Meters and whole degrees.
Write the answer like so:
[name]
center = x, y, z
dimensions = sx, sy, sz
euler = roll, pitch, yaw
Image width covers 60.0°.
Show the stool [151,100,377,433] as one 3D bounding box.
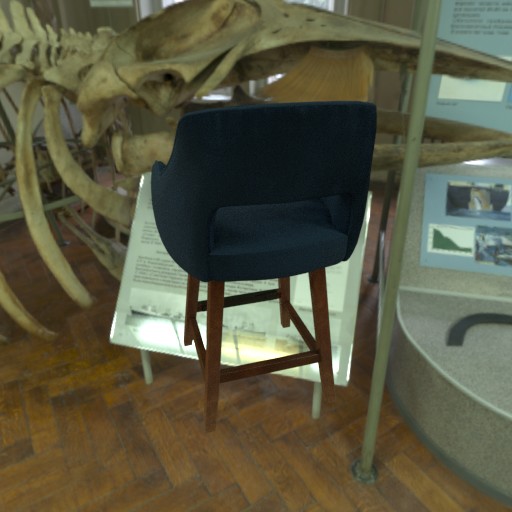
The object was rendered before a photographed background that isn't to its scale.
[stool]
center = 0.000, 0.000, 1.305
dimensions = 0.550, 0.940, 0.560
euler = -8, 29, -15
